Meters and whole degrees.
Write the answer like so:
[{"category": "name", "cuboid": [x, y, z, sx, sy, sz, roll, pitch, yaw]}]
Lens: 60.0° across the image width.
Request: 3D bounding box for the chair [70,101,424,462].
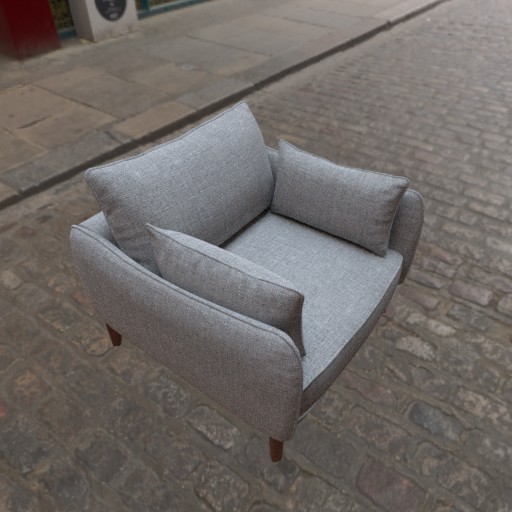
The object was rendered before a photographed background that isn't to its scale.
[{"category": "chair", "cuboid": [0.000, 0.000, 1.715, 0.976, 0.839, 0.993, 26, 46, 27]}]
